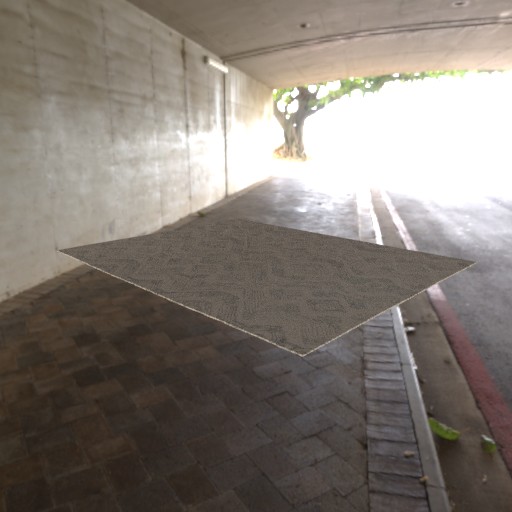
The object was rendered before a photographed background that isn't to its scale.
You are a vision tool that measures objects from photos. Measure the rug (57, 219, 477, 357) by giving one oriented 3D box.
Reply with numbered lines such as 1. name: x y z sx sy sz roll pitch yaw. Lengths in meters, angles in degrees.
1. rug: 0.000 0.000 4.076 3.054 0.030 2.430 14 21 43
